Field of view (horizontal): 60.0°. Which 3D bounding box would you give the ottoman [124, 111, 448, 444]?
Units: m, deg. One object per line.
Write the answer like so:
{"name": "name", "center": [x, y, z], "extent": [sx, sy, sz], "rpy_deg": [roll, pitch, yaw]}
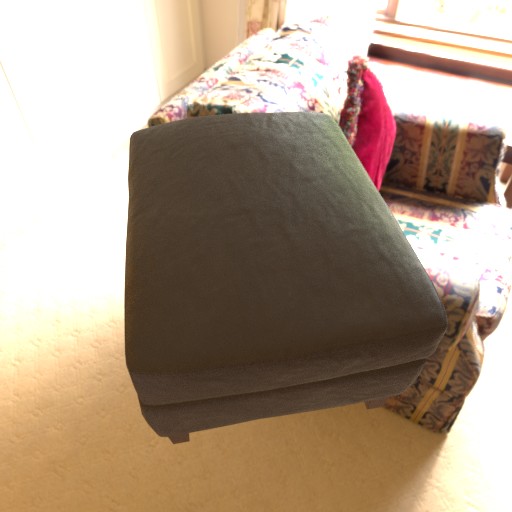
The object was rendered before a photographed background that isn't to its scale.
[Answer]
{"name": "ottoman", "center": [0.000, 0.000, 1.248], "extent": [0.659, 0.529, 0.887], "rpy_deg": [-8, 47, -7]}
